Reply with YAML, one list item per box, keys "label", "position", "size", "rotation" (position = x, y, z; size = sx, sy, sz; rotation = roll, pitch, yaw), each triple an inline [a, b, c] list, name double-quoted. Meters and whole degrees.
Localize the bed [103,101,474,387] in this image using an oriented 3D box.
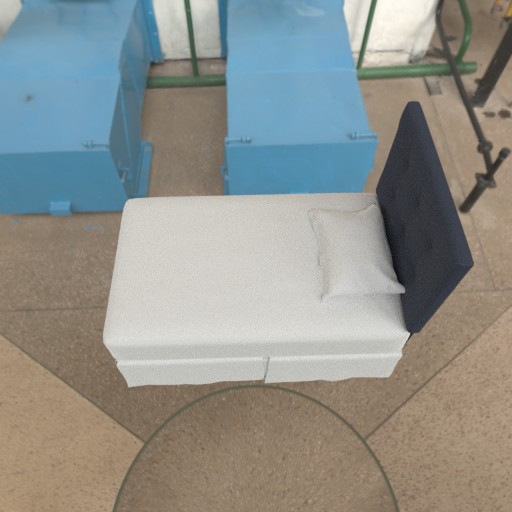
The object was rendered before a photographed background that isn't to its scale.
- label: "bed"
  position: [0.000, 0.000, 2.956]
  size: [1.997, 1.571, 1.261]
  rotation: [-1, 58, -1]
